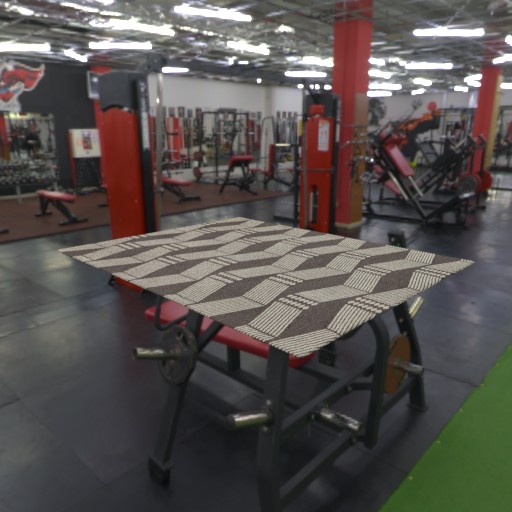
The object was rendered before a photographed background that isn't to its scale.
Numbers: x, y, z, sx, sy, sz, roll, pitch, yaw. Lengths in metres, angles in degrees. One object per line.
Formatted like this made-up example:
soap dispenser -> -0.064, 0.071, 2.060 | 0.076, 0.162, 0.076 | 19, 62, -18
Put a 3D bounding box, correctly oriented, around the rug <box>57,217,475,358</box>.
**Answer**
rug -> 0.000, 0.000, 4.113 | 3.048, 0.016, 2.438 | 15, 21, 43
